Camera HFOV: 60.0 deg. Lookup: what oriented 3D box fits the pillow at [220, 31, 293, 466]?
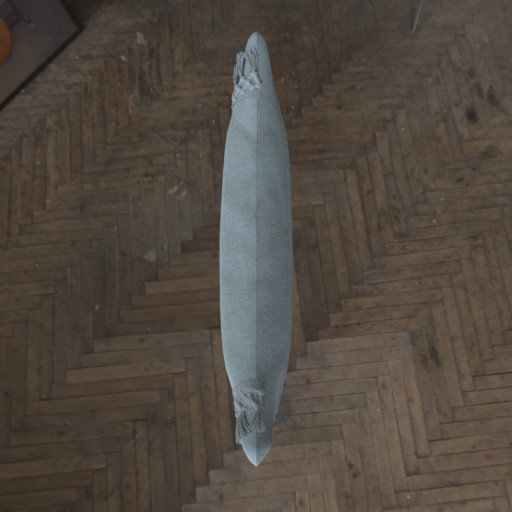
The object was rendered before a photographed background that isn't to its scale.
[{"bbox_3d":[0.000,0.000,0.596,0.084,0.305,0.466,0,76,0],"label":"pillow"}]
